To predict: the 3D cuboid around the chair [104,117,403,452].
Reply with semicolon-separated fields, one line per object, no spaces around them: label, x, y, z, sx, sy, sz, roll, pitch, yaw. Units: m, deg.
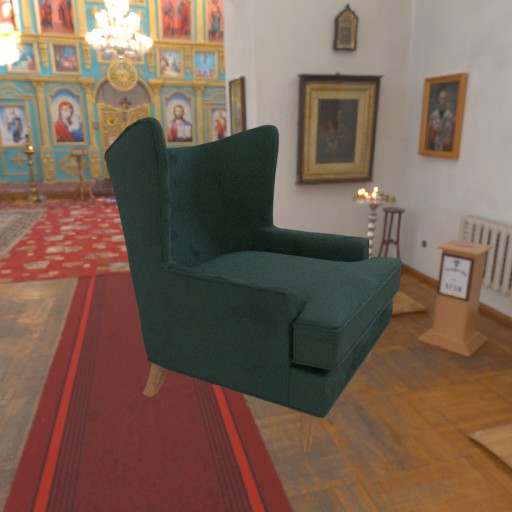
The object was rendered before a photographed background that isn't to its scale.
chair;0.000;0.000;1.628;0.910;0.952;0.793;8;17;29
